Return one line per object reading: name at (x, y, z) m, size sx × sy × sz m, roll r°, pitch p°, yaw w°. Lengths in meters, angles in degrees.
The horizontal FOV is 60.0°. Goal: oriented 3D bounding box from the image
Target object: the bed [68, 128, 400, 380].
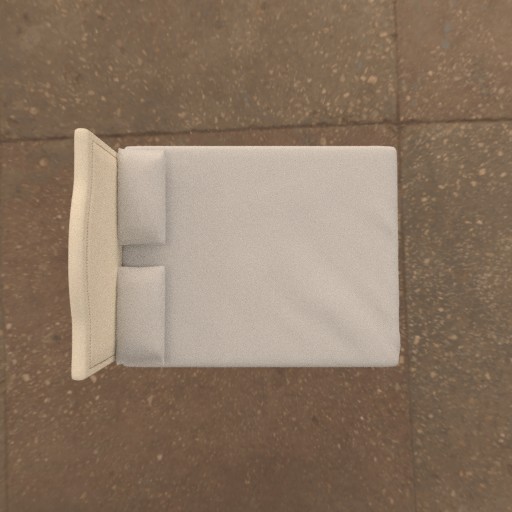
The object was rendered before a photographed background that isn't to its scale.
bed at (0.000, 0.000, 3.611) m, size 2.477 × 1.437 × 1.977 m, roll 0°, pitch 88°, yaw 0°
